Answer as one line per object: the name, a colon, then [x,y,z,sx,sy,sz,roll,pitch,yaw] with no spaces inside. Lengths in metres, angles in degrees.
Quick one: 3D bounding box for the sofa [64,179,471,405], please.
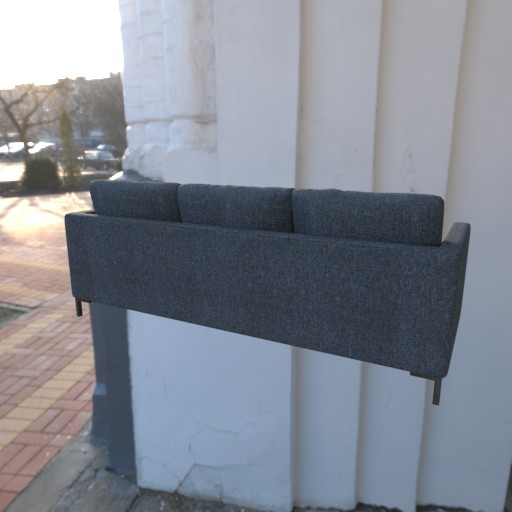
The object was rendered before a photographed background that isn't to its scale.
sofa: [0.000,0.000,2.610,2.218,0.874,0.859,7,16,27]
